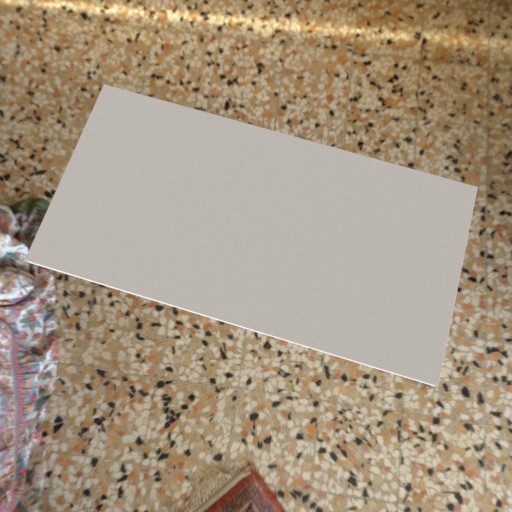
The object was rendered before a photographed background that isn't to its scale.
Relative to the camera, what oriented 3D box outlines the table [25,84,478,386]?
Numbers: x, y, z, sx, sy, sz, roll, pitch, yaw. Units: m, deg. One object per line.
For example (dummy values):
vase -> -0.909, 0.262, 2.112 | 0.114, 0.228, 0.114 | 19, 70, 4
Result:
table -> 0.000, 0.000, 1.390 | 0.991, 0.660, 0.498 | 17, 77, 4
